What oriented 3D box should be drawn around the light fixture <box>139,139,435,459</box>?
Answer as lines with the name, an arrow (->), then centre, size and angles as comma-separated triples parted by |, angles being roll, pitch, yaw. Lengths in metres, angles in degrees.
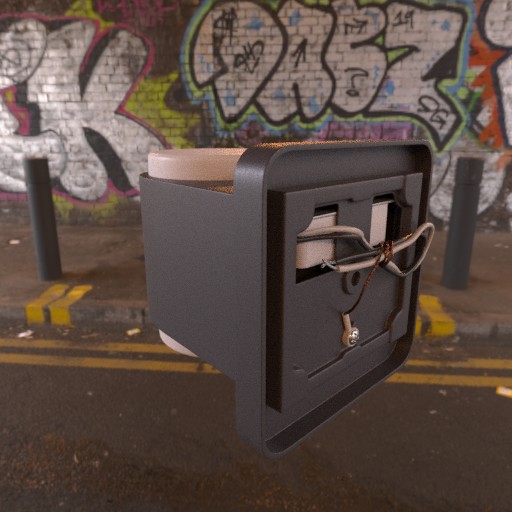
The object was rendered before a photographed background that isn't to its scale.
light fixture -> 0.000, 0.000, 0.213 | 0.109, 0.109, 0.132 | -15, 22, -42
